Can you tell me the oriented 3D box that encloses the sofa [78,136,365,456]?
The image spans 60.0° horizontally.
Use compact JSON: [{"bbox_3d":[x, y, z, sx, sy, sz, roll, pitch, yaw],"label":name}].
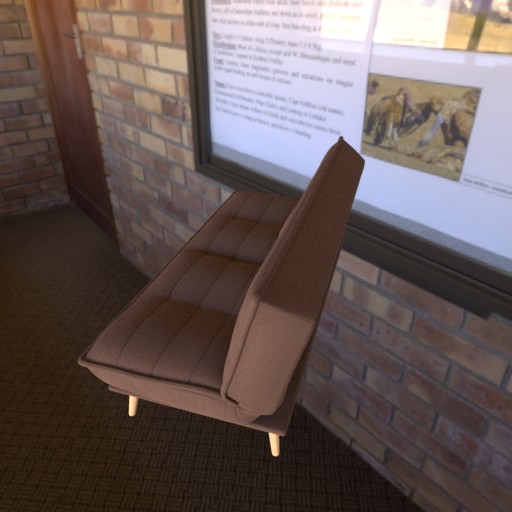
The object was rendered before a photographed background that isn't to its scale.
[{"bbox_3d":[0.000,0.000,2.459,0.950,0.890,1.940,9,32,15],"label":"sofa"}]
